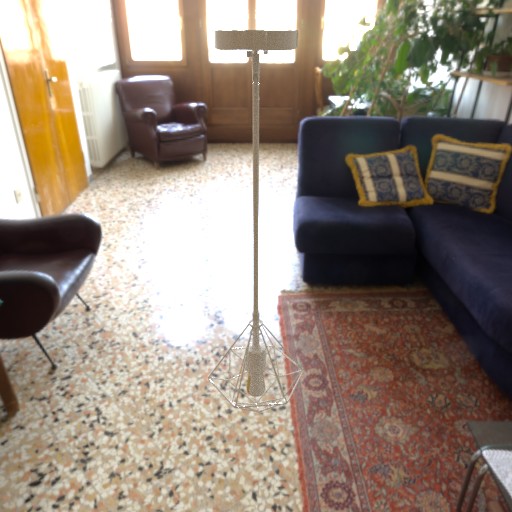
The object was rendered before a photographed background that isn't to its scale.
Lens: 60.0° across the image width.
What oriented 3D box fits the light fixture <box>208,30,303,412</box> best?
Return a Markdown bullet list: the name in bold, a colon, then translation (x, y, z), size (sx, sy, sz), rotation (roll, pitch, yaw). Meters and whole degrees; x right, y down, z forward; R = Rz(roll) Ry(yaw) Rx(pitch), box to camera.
- **light fixture**: translation (0.000, 0.000, 1.942), size (0.431, 1.764, 0.487), rotation (-19, 33, -32)
